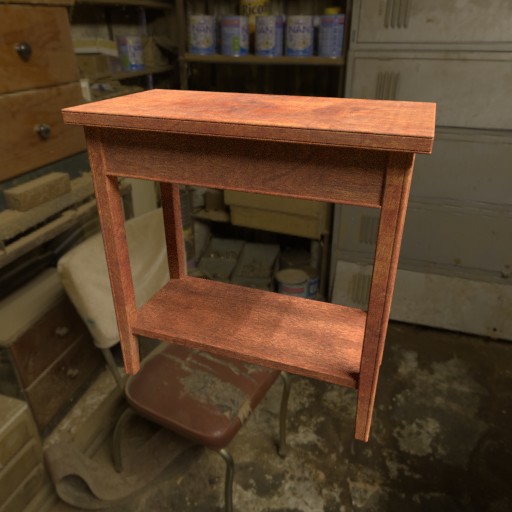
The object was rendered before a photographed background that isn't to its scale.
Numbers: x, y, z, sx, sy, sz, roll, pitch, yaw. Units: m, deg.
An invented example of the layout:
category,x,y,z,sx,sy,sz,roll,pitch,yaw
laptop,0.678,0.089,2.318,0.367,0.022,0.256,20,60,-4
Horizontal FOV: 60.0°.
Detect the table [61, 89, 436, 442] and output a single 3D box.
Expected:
category,x,y,z,sx,sy,sz,roll,pitch,yaw
table,0.000,0.000,0.940,0.610,0.610,0.305,10,29,18
